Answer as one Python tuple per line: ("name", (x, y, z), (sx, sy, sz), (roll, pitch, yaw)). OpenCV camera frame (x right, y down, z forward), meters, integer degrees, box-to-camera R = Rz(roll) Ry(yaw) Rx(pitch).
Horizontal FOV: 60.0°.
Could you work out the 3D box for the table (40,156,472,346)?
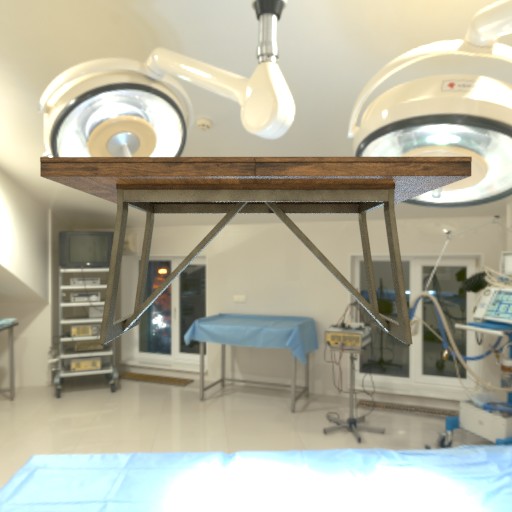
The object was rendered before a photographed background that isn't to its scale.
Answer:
("table", (0.000, 0.000, 2.153), (1.641, 0.757, 0.931), (0, 0, 0))
